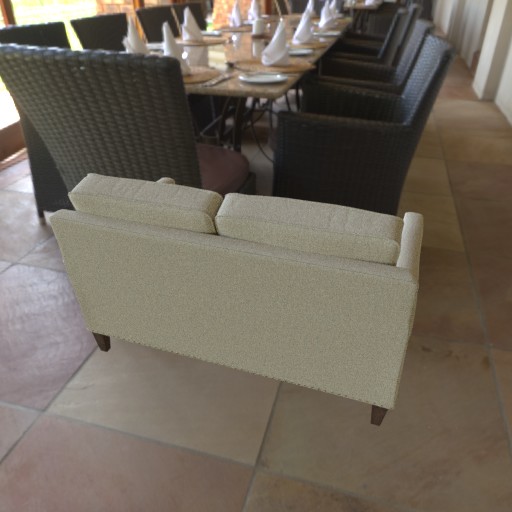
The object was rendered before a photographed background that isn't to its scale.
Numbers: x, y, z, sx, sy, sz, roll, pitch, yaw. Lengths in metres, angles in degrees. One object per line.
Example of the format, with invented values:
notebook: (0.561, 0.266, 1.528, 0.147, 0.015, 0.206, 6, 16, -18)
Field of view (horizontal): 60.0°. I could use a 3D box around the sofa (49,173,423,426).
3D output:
sofa: (0.000, 0.000, 2.274, 1.597, 1.003, 1.084, 10, 33, 16)
